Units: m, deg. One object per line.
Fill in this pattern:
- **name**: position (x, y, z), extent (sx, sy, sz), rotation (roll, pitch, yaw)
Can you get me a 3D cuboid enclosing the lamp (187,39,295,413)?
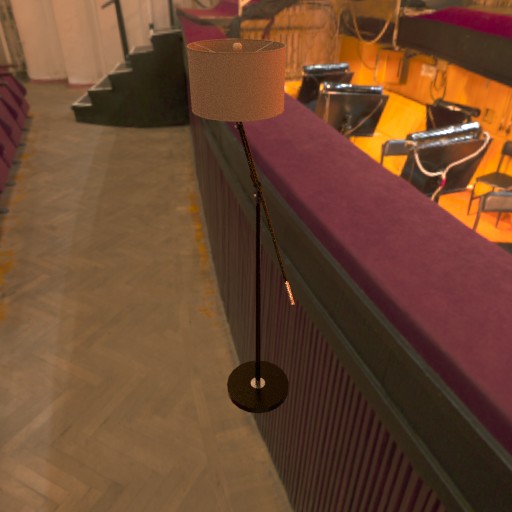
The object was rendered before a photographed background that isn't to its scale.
- **lamp**: position (0.000, 0.000, 1.934), extent (0.373, 1.635, 0.809), rotation (-11, 34, -16)
